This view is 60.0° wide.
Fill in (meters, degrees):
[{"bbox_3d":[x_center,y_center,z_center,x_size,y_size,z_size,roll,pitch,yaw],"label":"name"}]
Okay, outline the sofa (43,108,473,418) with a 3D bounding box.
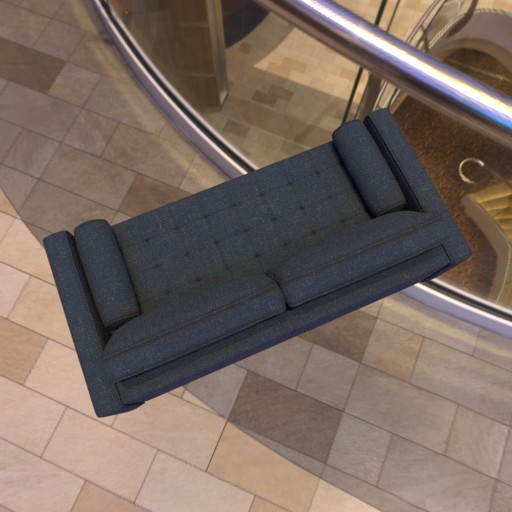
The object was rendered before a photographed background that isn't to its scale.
[{"bbox_3d":[0.000,0.000,2.293,1.880,0.762,0.914,-22,75,-6],"label":"sofa"}]
